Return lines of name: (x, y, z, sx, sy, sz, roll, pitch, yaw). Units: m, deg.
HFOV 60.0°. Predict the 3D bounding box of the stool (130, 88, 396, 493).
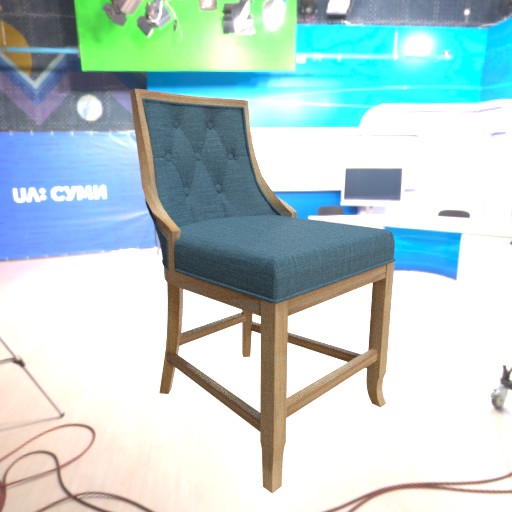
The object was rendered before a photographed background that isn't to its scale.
stool: (0.000, 0.000, 1.306, 0.626, 0.938, 0.524, 13, 19, 43)
